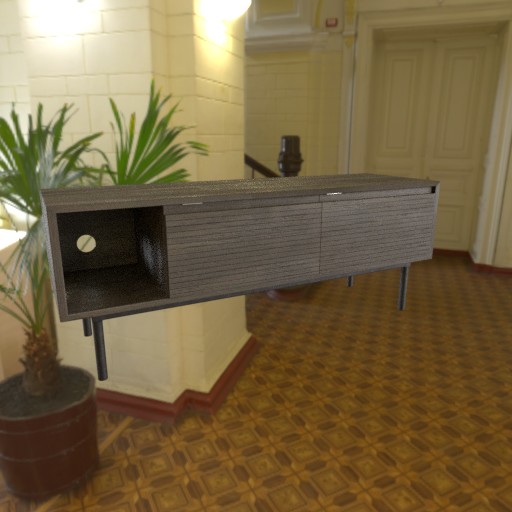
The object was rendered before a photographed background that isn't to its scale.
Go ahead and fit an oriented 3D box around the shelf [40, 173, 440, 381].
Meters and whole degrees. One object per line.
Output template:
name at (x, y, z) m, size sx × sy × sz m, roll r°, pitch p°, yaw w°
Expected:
shelf at (0.000, 0.000, 1.549) m, size 1.300 × 0.495 × 0.400 m, roll -8°, pitch 17°, yaw -26°
